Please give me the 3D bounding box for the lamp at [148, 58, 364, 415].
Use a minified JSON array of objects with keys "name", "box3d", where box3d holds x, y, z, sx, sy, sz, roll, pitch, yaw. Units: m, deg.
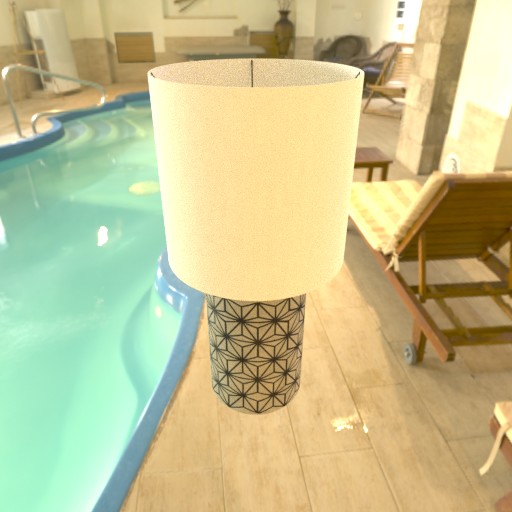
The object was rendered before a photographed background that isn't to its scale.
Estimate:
[{"name":"lamp","box3d":[0.000,0.000,0.533,0.206,0.416,0.206,-1,30,-1]}]
